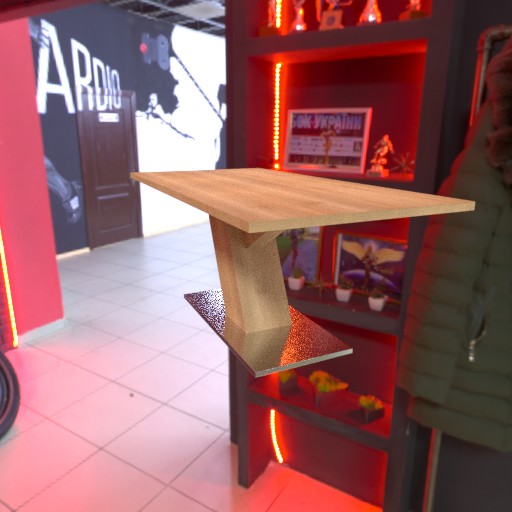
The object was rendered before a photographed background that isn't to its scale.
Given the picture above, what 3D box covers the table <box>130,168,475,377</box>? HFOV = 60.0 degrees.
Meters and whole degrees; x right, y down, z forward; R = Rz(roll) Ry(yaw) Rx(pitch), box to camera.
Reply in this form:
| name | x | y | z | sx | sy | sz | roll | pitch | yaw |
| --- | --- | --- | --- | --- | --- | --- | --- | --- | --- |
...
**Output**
| name | x | y | z | sx | sy | sz | roll | pitch | yaw |
| --- | --- | --- | --- | --- | --- | --- | --- | --- | --- |
| table | 0.000 | 0.000 | 2.298 | 0.900 | 0.750 | 1.800 | -7 | 17 | -24 |
